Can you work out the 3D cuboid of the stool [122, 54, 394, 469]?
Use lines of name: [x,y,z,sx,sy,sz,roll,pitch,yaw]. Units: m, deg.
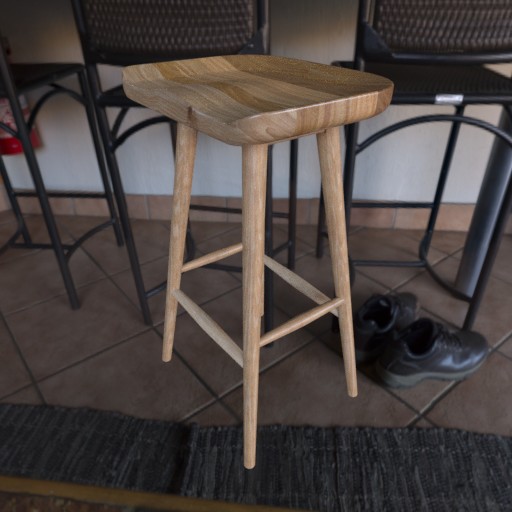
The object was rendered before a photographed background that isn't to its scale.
stool: [0.000,0.000,0.906,0.322,0.698,0.407,-22,38,-30]
